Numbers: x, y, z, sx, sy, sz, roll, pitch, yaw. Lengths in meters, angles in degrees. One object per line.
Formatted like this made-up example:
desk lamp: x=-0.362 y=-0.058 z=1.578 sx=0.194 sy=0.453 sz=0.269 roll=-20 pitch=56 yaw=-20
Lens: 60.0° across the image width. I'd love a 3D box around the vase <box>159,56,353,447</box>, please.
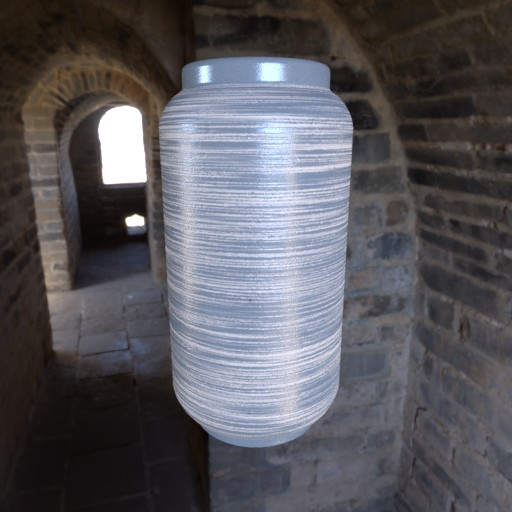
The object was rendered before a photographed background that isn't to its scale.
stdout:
vase: x=0.000 y=0.000 z=0.292 sx=0.116 sy=0.230 sz=0.116 roll=0 pitch=15 yaw=0
